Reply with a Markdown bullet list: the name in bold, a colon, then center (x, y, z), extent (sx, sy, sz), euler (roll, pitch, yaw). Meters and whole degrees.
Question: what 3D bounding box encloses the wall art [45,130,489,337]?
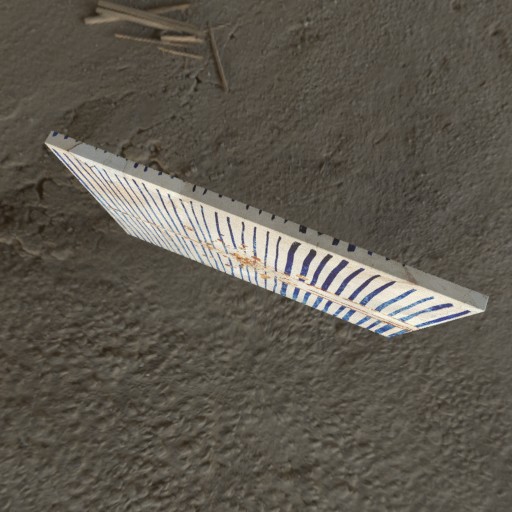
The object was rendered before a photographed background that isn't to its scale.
- **wall art**: center (0.000, 0.000, 1.438), extent (1.143, 0.757, 0.038), euler (21, 76, 6)
